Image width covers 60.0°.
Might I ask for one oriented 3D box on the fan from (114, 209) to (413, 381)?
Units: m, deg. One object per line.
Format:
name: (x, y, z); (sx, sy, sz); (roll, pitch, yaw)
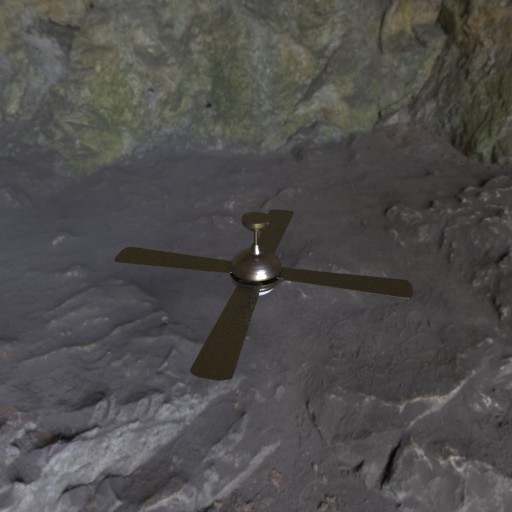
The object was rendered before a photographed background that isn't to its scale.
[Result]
fan: (0.000, 0.000, 2.003); (1.321, 0.381, 1.321); (19, 35, 29)
